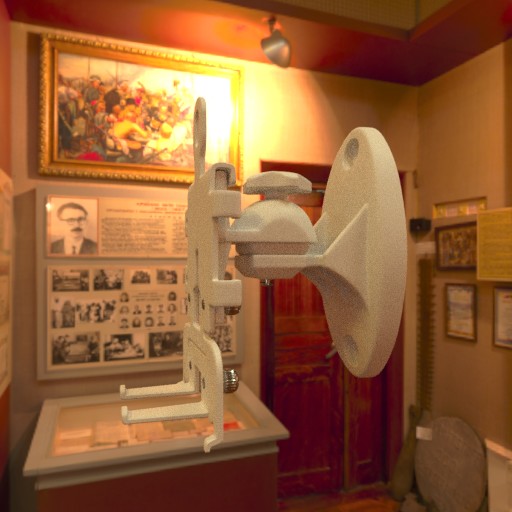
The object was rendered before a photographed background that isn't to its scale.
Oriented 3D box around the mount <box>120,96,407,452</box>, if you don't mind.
[{"bbox_3d":[0.000,0.000,0.172,0.100,0.118,0.066,0,0,-18],"label":"mount"}]
